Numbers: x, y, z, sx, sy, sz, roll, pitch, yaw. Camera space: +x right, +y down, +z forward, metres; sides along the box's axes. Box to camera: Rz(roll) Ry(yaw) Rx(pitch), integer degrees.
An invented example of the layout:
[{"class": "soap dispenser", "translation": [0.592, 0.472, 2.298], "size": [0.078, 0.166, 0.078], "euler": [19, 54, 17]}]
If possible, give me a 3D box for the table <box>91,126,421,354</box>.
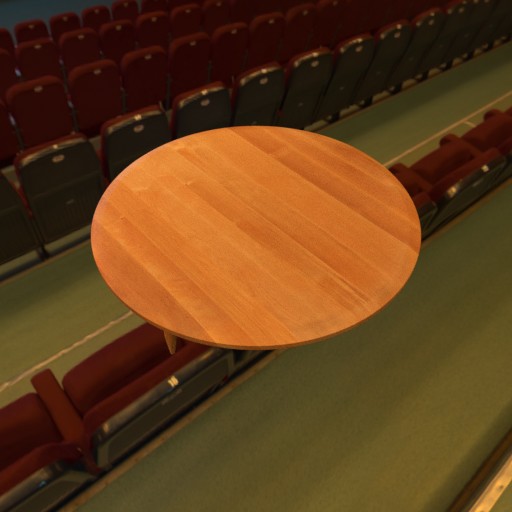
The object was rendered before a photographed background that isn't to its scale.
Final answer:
[{"class": "table", "translation": [0.000, 0.000, 1.387], "size": [0.900, 0.400, 0.900], "euler": [0, 46, 0]}]
